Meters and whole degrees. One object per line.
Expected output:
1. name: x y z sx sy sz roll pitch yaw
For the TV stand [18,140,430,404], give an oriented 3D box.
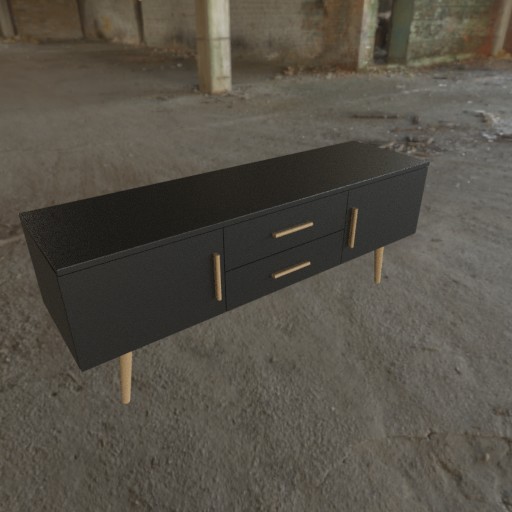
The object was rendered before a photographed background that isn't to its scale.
1. TV stand: 0.000 0.000 1.528 1.312 0.518 0.390 -19 34 -31
